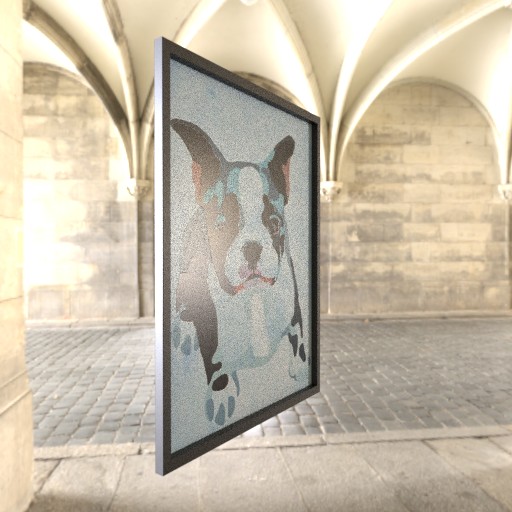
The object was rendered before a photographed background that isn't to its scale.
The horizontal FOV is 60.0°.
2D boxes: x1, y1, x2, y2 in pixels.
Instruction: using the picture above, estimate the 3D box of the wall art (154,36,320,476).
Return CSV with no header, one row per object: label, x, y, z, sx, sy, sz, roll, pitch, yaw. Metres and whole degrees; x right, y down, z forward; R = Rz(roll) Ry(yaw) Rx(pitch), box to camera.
wall art,0.000,0.000,1.354,0.030,1.027,0.774,0,1,36
